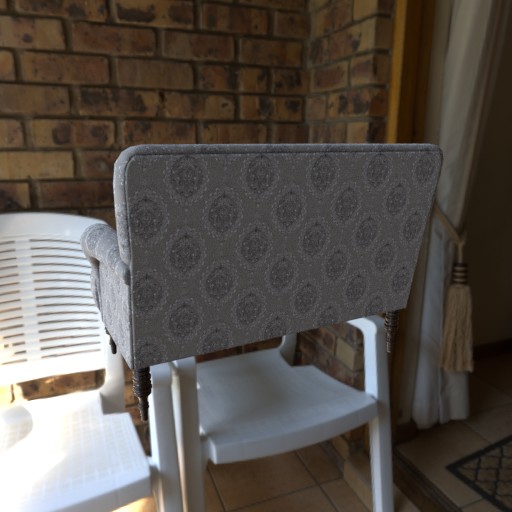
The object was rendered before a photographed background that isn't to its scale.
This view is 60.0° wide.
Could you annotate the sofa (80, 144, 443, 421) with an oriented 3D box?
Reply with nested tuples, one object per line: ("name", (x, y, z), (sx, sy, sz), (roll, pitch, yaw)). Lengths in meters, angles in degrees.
("sofa", (0.000, 0.000, 1.806), (1.297, 0.889, 0.779), (-7, 16, -27))
